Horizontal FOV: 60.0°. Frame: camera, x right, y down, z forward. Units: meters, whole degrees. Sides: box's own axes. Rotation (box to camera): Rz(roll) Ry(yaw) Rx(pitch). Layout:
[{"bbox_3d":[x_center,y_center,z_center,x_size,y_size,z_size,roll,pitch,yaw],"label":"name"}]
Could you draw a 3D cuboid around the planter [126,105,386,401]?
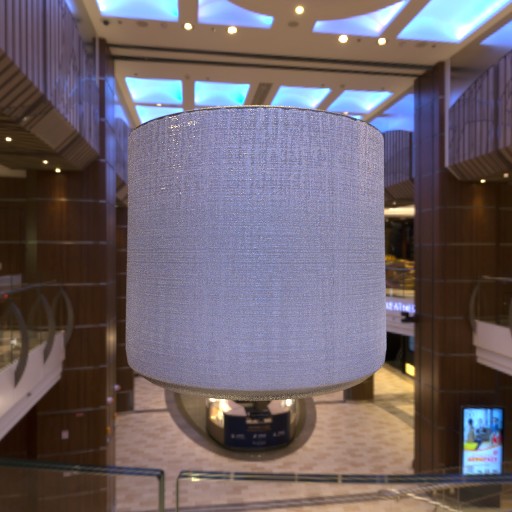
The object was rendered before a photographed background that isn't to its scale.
[{"bbox_3d":[0.000,0.000,0.222,0.125,0.112,0.125,0,0,0],"label":"planter"}]
